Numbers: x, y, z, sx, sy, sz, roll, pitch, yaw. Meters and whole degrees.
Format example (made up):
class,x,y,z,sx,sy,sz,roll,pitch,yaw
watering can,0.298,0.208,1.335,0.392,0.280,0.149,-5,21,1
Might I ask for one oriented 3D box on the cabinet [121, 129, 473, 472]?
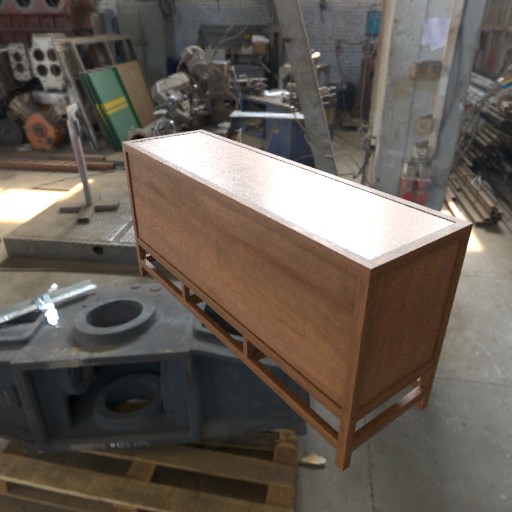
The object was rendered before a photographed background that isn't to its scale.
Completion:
class,x,y,z,sx,sy,sz,roll,pitch,yaw
cabinet,0.000,0.000,2.100,0.522,0.820,1.708,-19,34,-32
